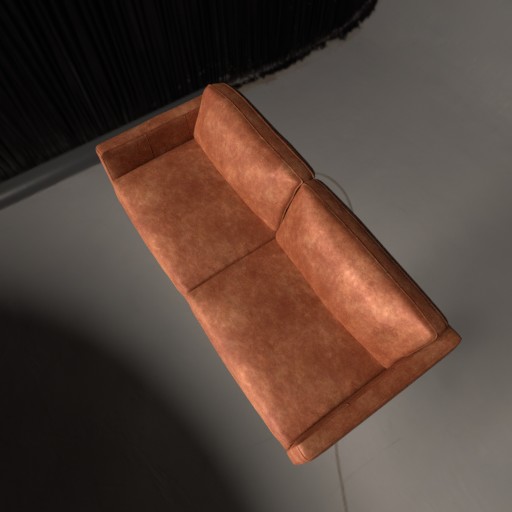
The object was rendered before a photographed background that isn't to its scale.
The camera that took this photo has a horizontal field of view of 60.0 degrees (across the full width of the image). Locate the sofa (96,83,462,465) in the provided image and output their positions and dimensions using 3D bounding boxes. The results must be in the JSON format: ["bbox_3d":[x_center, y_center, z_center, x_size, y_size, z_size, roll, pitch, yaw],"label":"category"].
[{"bbox_3d":[0.000,0.000,2.436,0.923,0.863,1.971,-32,67,-15],"label":"sofa"}]
